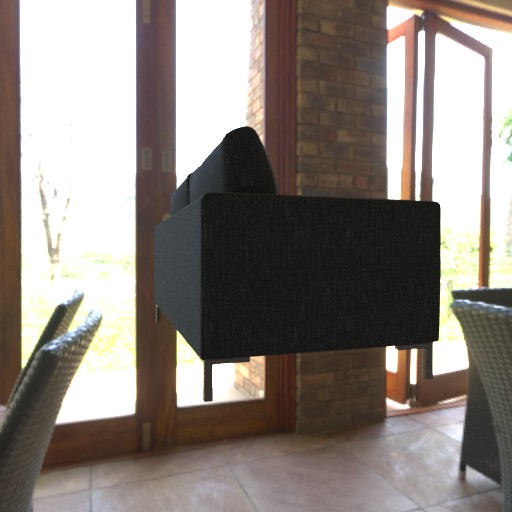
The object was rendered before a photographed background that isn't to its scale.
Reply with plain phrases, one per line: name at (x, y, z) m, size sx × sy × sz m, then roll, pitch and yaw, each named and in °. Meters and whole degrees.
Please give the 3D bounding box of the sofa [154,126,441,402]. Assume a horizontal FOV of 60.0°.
sofa at (0.000, 0.000, 2.223) m, size 0.866 × 0.862 × 1.716 m, roll 0°, pitch 0°, yaw -18°
